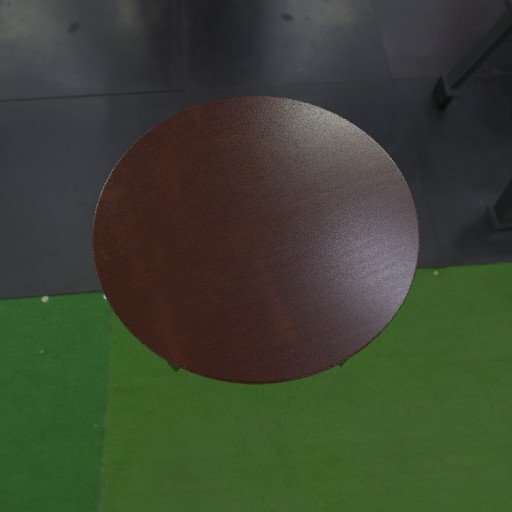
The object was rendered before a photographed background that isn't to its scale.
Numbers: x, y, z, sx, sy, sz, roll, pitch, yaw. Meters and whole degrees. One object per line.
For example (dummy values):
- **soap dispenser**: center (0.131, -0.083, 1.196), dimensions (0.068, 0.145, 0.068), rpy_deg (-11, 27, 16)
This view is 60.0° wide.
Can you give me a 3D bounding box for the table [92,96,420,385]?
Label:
- **table**: center (0.000, 0.000, 1.472), dimensions (0.911, 0.512, 0.911), rpy_deg (0, 64, 0)
